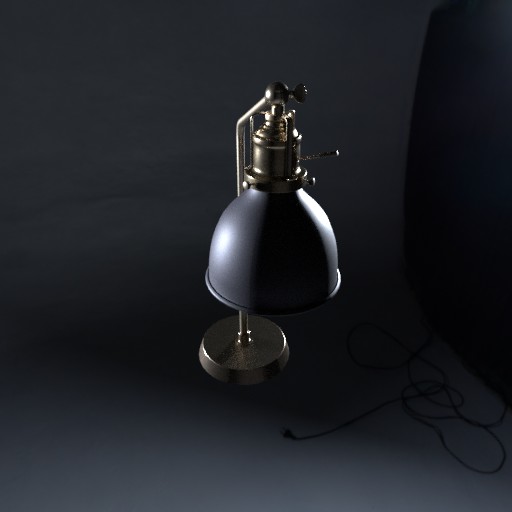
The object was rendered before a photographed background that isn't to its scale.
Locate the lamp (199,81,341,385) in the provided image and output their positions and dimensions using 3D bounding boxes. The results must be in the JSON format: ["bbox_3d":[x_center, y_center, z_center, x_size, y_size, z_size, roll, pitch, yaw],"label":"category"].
[{"bbox_3d":[0.000,0.000,0.588,0.160,0.456,0.291,-9,32,-15],"label":"lamp"}]
